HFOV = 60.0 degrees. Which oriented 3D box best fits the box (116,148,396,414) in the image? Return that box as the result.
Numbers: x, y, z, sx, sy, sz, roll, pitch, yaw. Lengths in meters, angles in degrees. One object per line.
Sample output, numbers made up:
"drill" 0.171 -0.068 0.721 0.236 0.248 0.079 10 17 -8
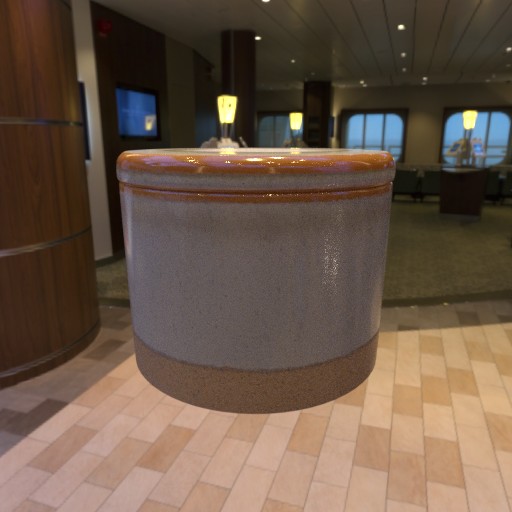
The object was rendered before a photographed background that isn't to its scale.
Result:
"box" 0.000 0.000 0.215 0.123 0.100 0.123 0 15 0
